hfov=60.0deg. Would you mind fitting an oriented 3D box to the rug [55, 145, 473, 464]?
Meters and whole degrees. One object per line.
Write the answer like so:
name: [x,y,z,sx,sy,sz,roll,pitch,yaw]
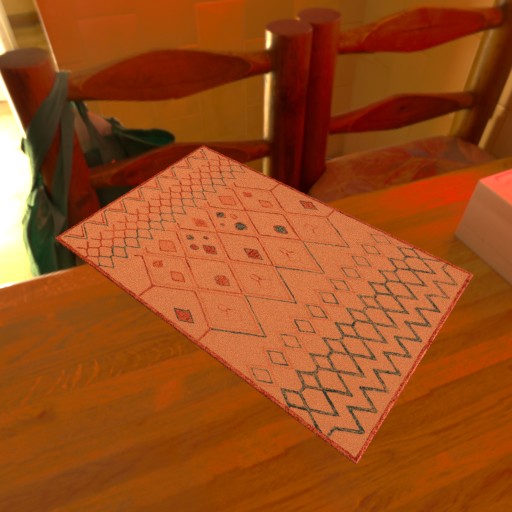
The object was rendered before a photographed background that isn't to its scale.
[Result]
rug: [0.000,0.000,3.026,2.438,0.015,1.524,30,54,26]
